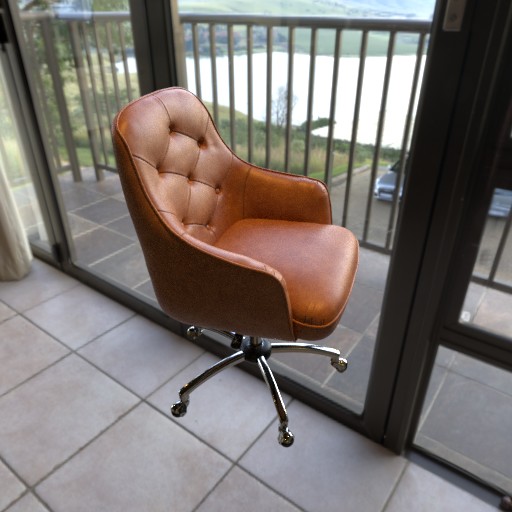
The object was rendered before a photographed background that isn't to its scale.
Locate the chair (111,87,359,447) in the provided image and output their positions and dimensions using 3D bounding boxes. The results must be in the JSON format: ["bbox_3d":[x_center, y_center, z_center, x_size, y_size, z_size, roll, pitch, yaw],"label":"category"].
[{"bbox_3d":[0.000,0.000,1.334,0.615,0.909,0.628,9,32,16],"label":"chair"}]
